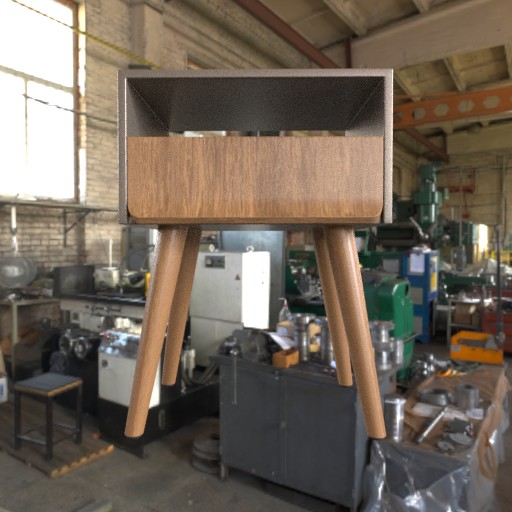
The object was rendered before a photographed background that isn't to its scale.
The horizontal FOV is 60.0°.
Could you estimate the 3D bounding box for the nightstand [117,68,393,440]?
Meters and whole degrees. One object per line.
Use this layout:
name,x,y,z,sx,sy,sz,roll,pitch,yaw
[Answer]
nightstand,0.000,0.000,0.733,0.370,0.508,0.288,0,1,1
